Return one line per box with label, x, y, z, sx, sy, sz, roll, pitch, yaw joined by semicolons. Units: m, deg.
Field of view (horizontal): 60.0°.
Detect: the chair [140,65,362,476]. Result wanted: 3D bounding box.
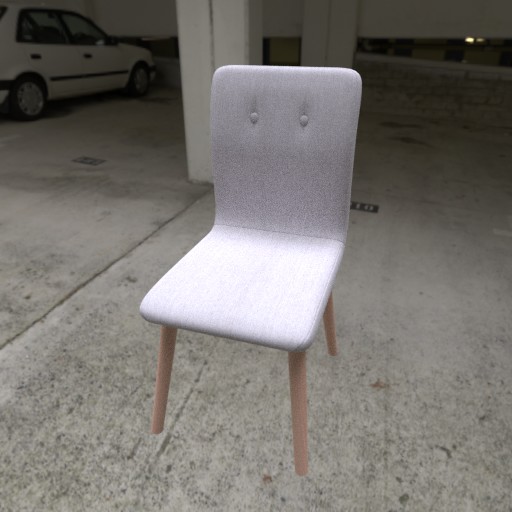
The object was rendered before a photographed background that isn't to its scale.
chair;0.000;0.000;1.165;0.435;0.885;0.550;9;28;16
